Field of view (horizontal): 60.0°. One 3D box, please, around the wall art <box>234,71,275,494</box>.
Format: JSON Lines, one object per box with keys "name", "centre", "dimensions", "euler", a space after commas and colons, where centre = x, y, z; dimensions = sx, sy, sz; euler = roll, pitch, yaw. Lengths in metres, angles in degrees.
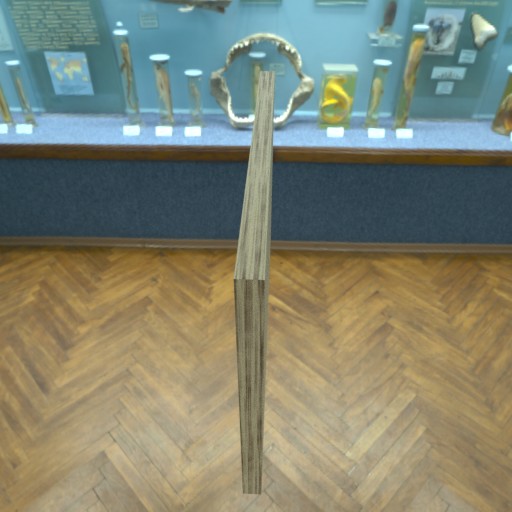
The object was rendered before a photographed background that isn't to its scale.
{"name": "wall art", "centre": [0.000, 0.000, 1.069], "dimensions": [0.063, 0.609, 0.841], "euler": [2, 39, 2]}
